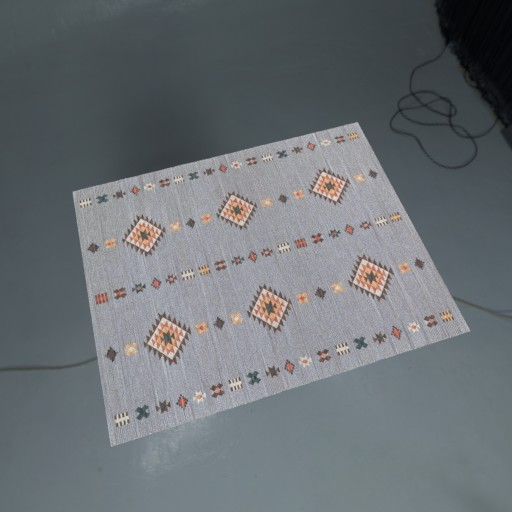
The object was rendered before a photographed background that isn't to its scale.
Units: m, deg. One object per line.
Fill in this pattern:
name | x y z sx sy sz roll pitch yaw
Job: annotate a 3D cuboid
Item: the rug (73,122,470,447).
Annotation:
rug | 0.000 0.000 4.054 3.035 0.008 2.425 -16 65 -8
